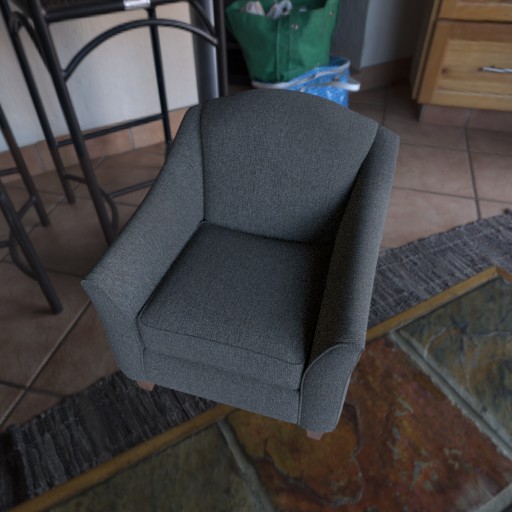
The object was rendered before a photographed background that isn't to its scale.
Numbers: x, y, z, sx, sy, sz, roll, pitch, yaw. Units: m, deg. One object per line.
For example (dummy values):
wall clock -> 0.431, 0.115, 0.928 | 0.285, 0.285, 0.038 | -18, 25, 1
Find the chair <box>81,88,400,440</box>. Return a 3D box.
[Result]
chair -> 0.000, 0.000, 1.455 | 0.763, 0.839, 0.787 | 12, 43, 13
